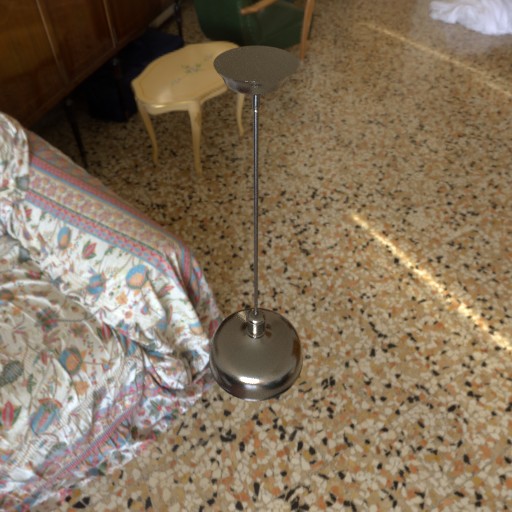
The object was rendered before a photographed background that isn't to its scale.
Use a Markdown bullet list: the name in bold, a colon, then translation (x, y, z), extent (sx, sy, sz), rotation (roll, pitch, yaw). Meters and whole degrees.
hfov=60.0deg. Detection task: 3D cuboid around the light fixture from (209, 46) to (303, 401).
- **light fixture**: translation (0.000, 0.000, 1.078), extent (0.299, 0.935, 0.299), rotation (-16, 48, -15)
